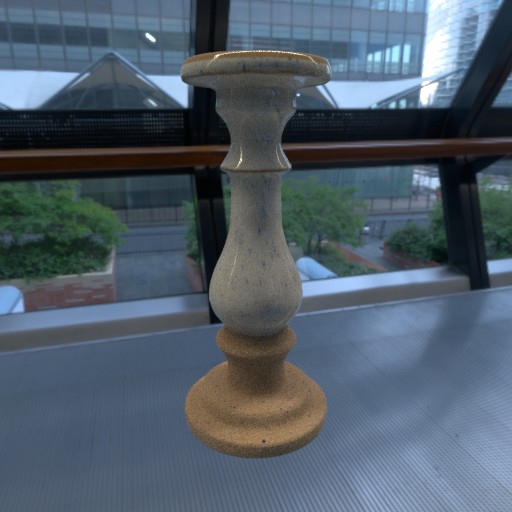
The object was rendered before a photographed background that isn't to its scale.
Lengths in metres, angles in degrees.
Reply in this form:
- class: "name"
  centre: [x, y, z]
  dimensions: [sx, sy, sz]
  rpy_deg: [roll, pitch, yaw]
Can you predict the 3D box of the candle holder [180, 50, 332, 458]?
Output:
- class: "candle holder"
  centre: [0.000, 0.000, 0.251]
  dimensions: [0.088, 0.203, 0.088]
  rpy_deg: [0, 15, 0]
